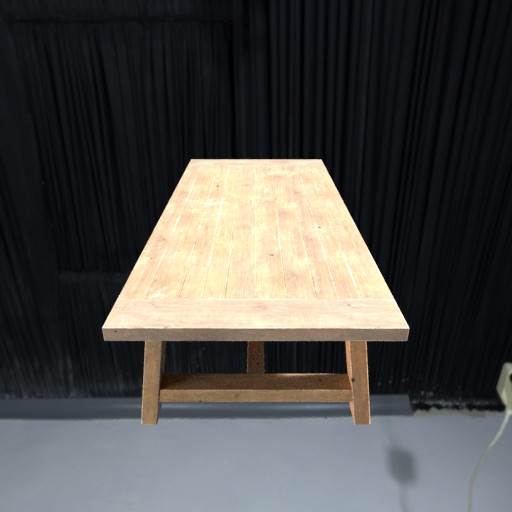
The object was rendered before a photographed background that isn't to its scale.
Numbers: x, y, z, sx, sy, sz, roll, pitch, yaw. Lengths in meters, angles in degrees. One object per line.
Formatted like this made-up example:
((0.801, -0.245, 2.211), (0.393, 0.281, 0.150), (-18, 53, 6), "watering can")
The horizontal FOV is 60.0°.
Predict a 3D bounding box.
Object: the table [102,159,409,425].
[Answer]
((0.000, 0.000, 2.091), (0.820, 0.465, 1.800), (0, 26, 0), "table")
